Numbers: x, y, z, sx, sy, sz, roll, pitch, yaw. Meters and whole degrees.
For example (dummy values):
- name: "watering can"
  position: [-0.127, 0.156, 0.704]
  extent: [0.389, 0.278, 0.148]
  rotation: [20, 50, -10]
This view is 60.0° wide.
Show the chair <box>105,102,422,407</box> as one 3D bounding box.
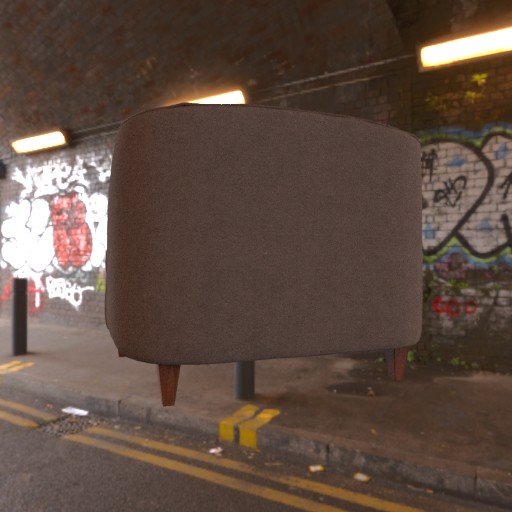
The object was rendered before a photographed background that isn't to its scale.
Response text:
- name: "chair"
  position: [0.000, 0.000, 1.729]
  extent: [1.104, 0.852, 0.941]
  rotation: [0, -1, -20]
